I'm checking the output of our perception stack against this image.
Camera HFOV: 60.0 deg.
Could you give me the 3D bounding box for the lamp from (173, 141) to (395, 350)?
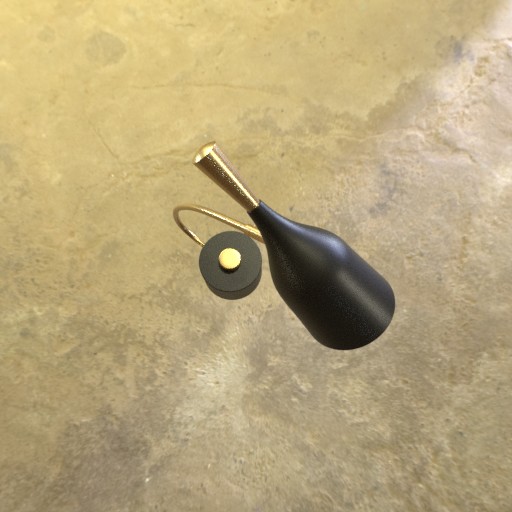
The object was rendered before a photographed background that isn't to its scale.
[{"bbox_3d":[0.000,0.000,0.600,0.352,0.464,0.110,37,78,9],"label":"lamp"}]
